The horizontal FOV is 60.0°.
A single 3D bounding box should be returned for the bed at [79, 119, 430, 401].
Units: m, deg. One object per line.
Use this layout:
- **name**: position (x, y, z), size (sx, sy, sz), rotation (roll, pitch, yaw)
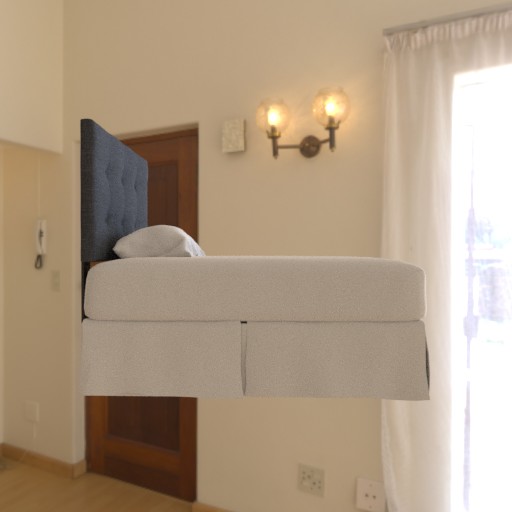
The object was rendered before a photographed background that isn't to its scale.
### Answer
- **bed**: position (0.000, 0.000, 3.040), size (1.997, 1.571, 1.261), rotation (0, 0, 2)
